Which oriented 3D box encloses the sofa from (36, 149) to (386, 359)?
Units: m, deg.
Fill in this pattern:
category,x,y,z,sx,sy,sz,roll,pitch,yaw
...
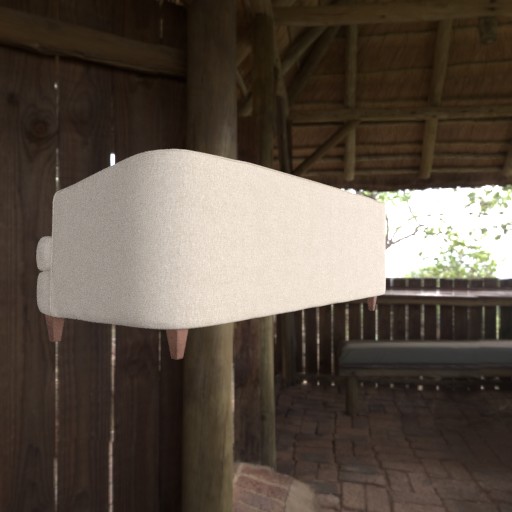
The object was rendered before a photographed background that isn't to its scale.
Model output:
category,x,y,z,sx,sy,sz,roll,pitch,yaw
sofa,0.000,0.000,2.654,0.913,0.788,2.235,0,0,36
